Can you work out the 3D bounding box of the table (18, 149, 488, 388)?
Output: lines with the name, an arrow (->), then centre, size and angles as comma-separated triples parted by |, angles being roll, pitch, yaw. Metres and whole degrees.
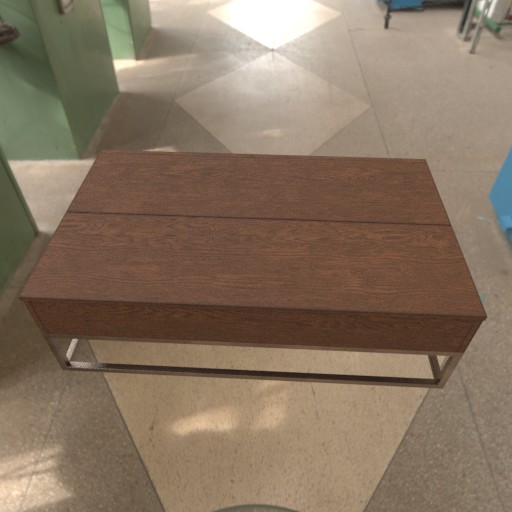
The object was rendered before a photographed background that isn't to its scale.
table -> 0.000, 0.000, 1.481 | 1.167, 0.361, 0.719 | 2, 45, 2
